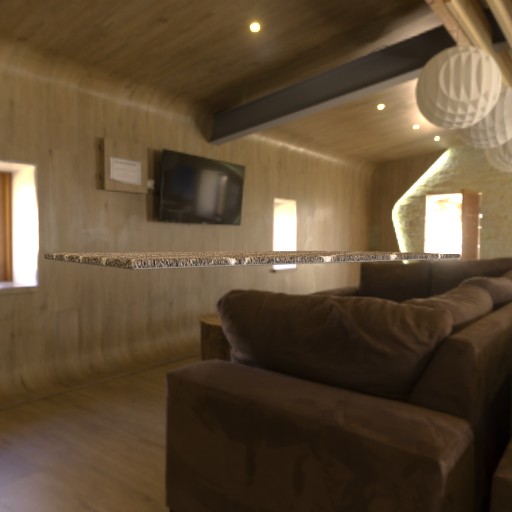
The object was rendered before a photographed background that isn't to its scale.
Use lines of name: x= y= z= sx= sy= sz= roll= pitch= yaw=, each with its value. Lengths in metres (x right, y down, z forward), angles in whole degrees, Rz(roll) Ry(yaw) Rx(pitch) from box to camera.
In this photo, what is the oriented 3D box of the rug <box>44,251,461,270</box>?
rug: x=0.000 y=0.000 z=2.281 sx=1.778 sy=0.030 sz=1.219 roll=-1 pitch=2 yaw=-36
